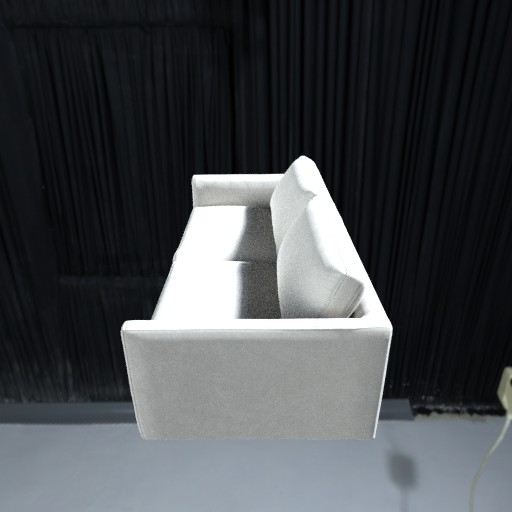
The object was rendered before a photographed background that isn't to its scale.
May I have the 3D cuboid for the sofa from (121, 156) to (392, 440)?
[{"bbox_3d":[0.000,0.000,2.836,1.090,0.838,2.588,0,26,0],"label":"sofa"}]
